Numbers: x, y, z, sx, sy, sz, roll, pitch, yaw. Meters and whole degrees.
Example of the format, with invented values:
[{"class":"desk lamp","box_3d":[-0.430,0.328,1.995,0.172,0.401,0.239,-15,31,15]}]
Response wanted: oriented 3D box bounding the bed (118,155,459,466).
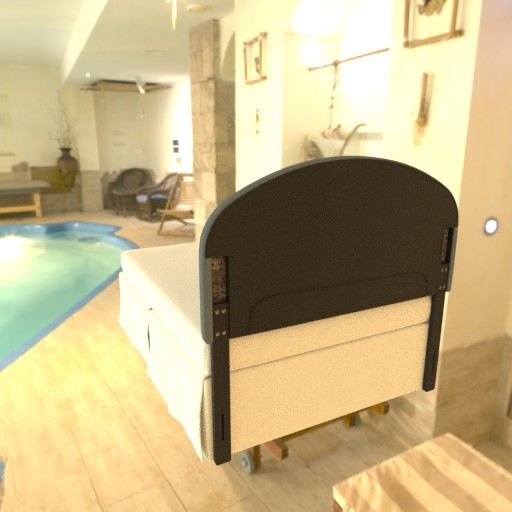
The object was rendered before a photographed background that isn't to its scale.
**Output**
[{"class":"bed","box_3d":[0.000,0.000,3.074,1.607,1.410,2.005,-7,16,-26]}]
